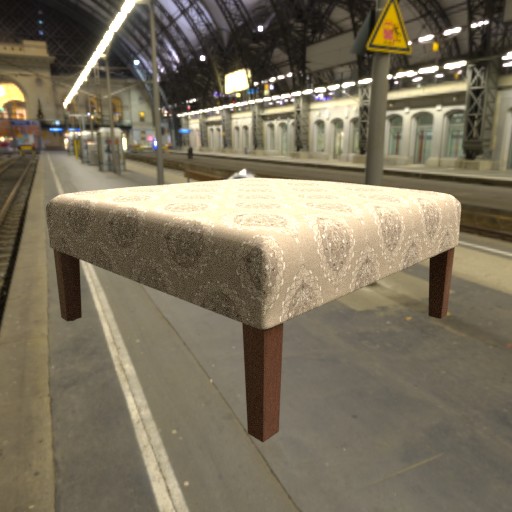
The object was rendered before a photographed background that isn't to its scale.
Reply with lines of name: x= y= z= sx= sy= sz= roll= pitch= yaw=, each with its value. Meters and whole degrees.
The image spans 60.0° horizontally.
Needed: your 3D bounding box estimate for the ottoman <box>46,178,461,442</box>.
ottoman: x=0.000 y=0.000 z=1.361 sx=0.890 sy=0.411 sz=0.889 roll=13 pitch=20 yaw=42
